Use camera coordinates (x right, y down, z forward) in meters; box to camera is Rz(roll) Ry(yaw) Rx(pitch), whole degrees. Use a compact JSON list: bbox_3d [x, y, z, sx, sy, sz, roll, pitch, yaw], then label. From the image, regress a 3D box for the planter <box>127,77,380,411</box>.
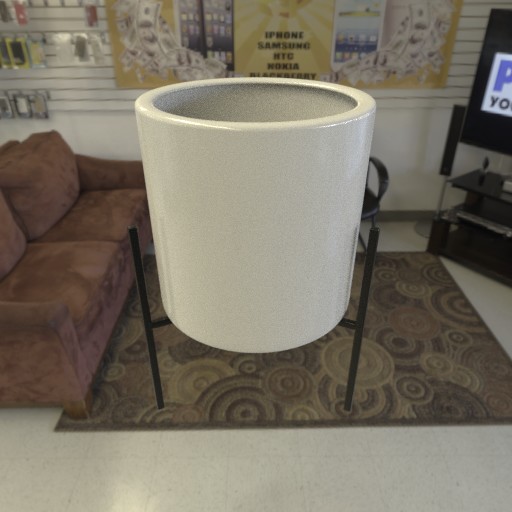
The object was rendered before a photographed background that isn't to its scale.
[{"bbox_3d":[0.000,0.000,0.508,0.239,0.356,0.239,1,31,2],"label":"planter"}]
